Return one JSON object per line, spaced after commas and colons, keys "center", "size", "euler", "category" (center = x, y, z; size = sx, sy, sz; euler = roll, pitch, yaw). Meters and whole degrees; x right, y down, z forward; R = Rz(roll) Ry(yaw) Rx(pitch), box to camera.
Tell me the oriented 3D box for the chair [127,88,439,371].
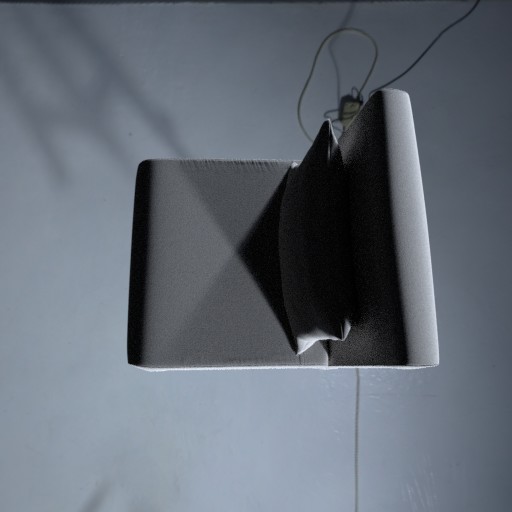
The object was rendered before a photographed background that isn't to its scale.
{"center": [0.000, 0.000, 1.529], "size": [0.902, 0.808, 0.770], "euler": [-1, 76, 0], "category": "chair"}
